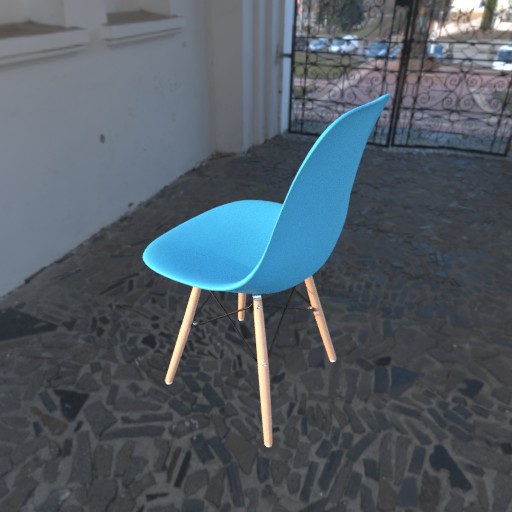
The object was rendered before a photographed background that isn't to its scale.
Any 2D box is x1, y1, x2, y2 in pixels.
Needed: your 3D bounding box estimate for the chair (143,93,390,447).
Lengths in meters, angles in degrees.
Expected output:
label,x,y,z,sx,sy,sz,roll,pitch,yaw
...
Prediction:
label,x,y,z,sx,sy,sz,roll,pitch,yaw
chair,0.000,0.000,1.127,0.531,0.826,0.470,20,36,29
